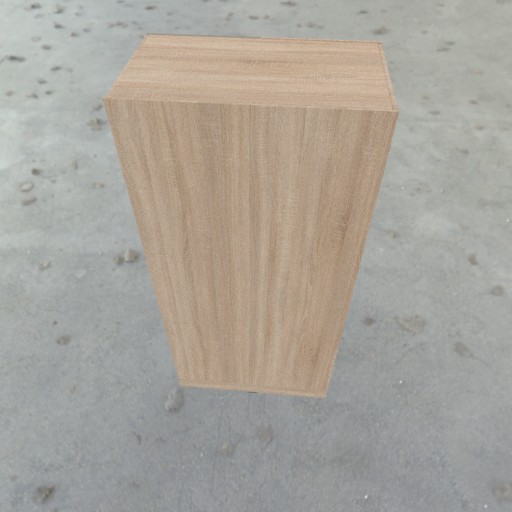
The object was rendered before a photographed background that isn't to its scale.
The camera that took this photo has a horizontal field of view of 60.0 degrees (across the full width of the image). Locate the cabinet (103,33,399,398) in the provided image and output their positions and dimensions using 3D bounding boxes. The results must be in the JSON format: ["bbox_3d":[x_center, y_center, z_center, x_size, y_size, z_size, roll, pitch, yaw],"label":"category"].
[{"bbox_3d":[0.000,0.000,2.458,1.001,2.121,0.590,4,47,3],"label":"cabinet"}]
